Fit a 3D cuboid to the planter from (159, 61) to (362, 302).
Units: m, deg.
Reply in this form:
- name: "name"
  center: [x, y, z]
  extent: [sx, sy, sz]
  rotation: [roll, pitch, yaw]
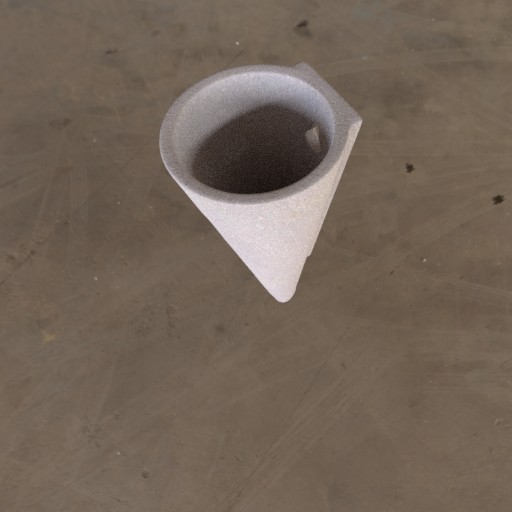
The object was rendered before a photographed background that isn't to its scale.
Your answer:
- name: "planter"
  center: [0.000, 0.000, 0.311]
  extent: [0.087, 0.259, 0.078]
  rotation: [-31, 68, -14]
